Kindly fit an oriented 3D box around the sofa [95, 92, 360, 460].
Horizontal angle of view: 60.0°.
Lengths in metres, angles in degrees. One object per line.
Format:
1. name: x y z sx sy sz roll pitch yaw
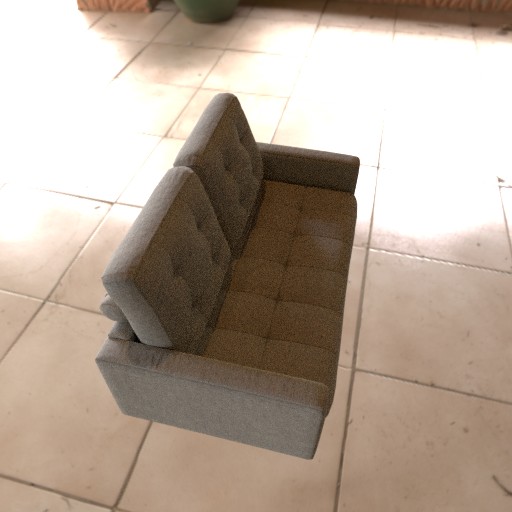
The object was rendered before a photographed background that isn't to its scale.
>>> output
1. sofa: 0.000 0.000 1.961 0.842 0.907 1.407 10 48 9
